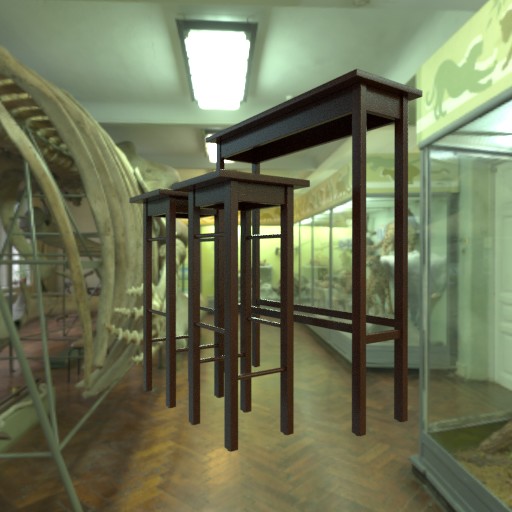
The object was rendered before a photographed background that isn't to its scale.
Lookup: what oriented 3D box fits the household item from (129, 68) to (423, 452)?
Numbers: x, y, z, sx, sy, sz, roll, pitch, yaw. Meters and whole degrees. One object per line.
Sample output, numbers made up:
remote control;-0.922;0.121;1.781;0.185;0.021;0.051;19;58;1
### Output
household item;0.000;0.000;1.618;0.676;1.067;0.914;0;0;-34
